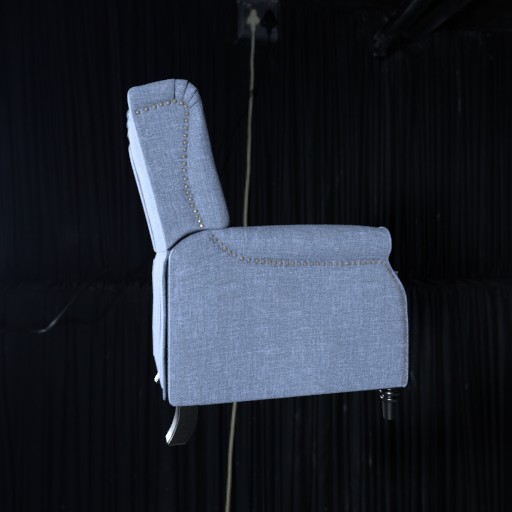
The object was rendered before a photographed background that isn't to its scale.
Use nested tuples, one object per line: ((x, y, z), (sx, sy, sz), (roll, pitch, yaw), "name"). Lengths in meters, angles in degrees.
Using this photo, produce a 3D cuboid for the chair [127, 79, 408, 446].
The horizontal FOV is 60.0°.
((0.000, 0.000, 1.606), (0.898, 1.035, 0.742), (0, 0, -16), "chair")
